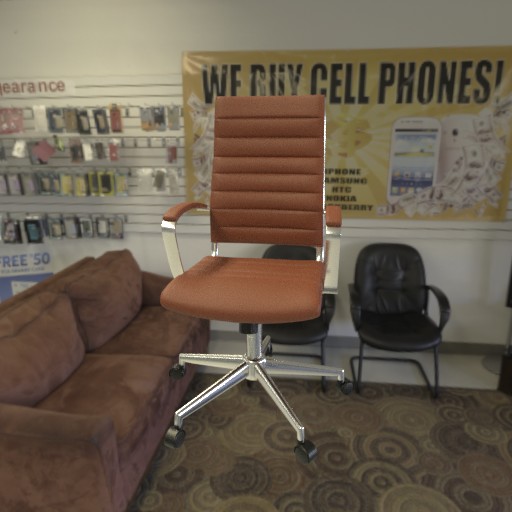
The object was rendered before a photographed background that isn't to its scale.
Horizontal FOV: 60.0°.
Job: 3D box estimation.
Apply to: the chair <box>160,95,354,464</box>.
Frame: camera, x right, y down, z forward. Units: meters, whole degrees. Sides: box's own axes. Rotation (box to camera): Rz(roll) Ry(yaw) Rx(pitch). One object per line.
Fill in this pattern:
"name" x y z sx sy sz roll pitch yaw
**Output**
"chair" 0.000 0.000 1.607 0.766 1.149 0.739 3 15 10
